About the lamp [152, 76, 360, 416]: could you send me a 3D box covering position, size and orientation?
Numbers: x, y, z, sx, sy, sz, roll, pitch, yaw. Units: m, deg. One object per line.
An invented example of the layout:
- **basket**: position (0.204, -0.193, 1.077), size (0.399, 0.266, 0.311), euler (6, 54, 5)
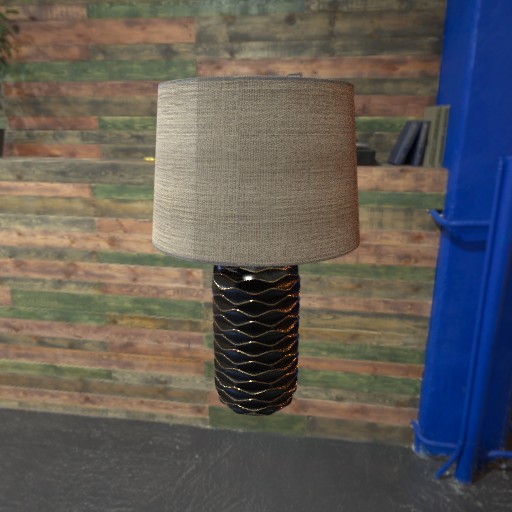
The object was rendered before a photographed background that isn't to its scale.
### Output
- **lamp**: position (0.000, 0.000, 0.832), size (0.376, 0.594, 0.376), euler (0, 16, 0)
